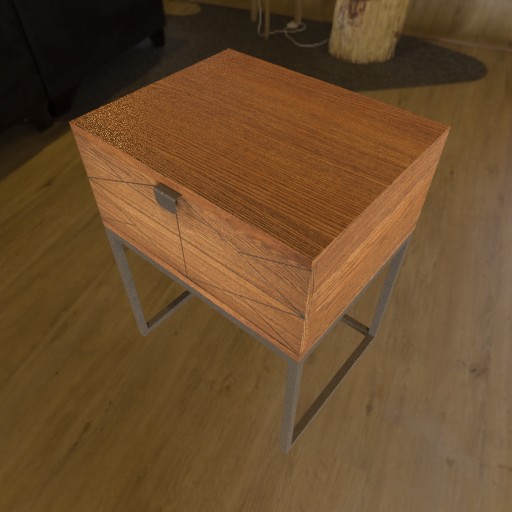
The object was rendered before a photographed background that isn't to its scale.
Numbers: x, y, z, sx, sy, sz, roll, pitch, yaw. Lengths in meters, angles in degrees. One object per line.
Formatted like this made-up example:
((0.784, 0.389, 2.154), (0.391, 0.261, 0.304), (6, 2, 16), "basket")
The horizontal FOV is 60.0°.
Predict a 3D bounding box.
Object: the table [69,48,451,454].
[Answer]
((0.000, 0.000, 0.933), (0.482, 0.610, 0.400), (31, 54, 26), "table")
